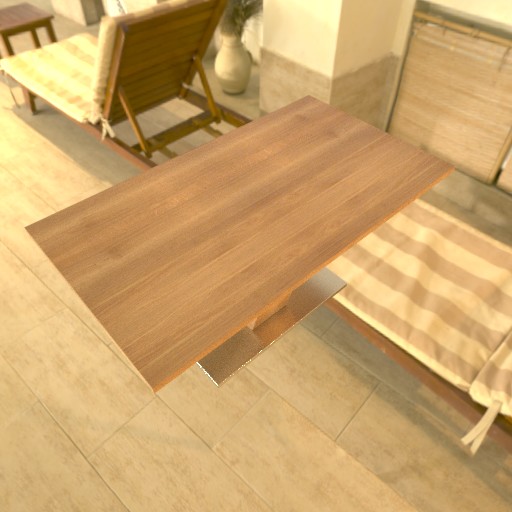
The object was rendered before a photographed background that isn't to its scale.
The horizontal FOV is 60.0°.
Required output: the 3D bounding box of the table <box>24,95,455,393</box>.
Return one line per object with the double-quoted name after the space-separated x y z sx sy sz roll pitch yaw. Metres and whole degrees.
0.000 0.000 2.123 1.600 0.750 0.900 -33 55 -27 "table"
